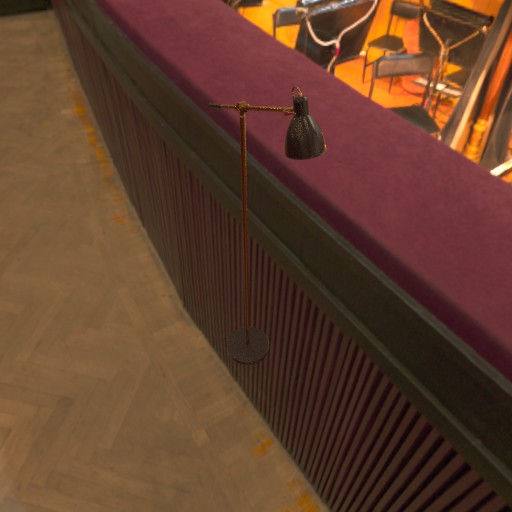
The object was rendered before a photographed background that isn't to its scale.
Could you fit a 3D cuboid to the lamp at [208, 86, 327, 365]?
[{"bbox_3d":[0.000,0.000,1.863,0.235,1.628,0.618,-26,52,-22],"label":"lamp"}]
